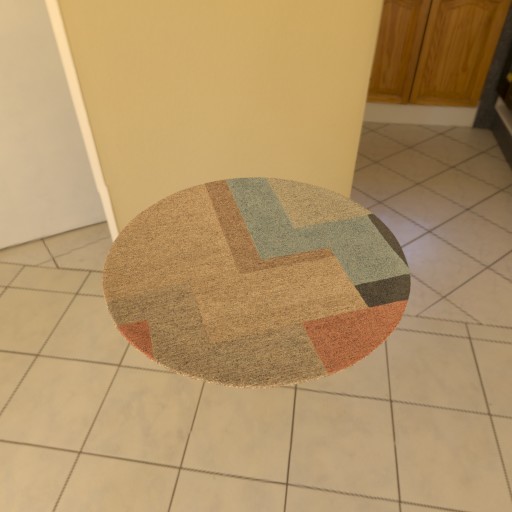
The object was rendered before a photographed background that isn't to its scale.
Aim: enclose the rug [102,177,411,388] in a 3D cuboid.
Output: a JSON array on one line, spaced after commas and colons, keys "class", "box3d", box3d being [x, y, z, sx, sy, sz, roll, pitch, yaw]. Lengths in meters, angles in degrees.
[{"class": "rug", "box3d": [0.000, 0.000, 3.650, 2.461, 0.033, 2.461, 0, 41, 0]}]
